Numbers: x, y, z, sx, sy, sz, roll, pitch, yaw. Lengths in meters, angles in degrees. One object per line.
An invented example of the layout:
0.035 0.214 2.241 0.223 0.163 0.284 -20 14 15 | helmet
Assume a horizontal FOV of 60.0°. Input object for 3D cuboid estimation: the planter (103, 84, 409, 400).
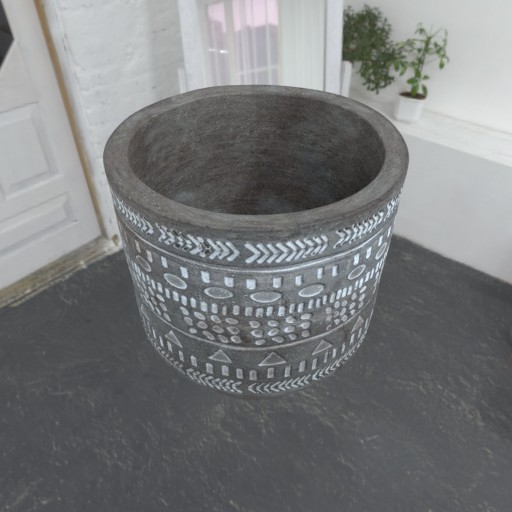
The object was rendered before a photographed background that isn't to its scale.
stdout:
0.000 0.000 0.258 0.142 0.149 0.142 0 41 0 | planter
